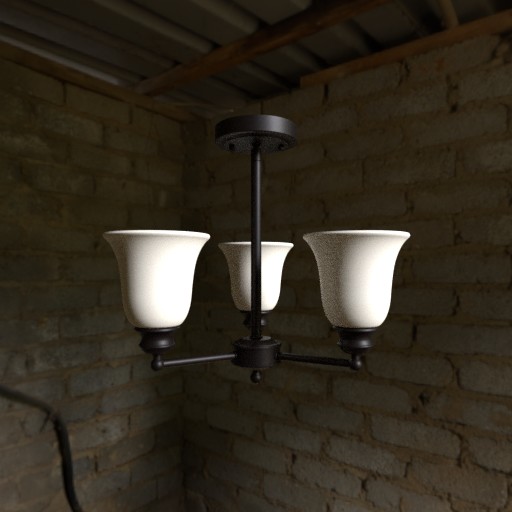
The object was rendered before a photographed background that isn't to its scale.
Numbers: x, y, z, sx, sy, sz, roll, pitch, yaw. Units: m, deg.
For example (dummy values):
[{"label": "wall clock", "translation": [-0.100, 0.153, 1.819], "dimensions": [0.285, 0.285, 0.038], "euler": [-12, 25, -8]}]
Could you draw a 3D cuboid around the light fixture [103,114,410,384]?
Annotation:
[{"label": "light fixture", "translation": [0.000, 0.000, 0.680], "dimensions": [0.388, 0.370, 0.354], "euler": [0, -2, 0]}]
